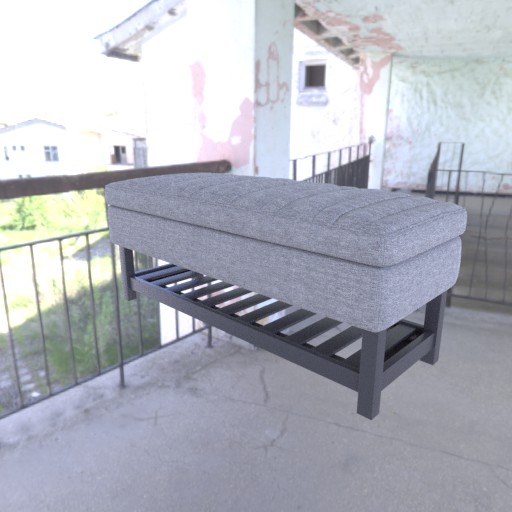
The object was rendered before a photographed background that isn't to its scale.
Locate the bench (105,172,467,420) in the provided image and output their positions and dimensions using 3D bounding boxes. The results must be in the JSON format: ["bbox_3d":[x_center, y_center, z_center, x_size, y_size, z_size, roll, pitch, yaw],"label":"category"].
[{"bbox_3d":[0.000,0.000,1.374,1.100,0.470,0.429,15,22,42],"label":"bench"}]
